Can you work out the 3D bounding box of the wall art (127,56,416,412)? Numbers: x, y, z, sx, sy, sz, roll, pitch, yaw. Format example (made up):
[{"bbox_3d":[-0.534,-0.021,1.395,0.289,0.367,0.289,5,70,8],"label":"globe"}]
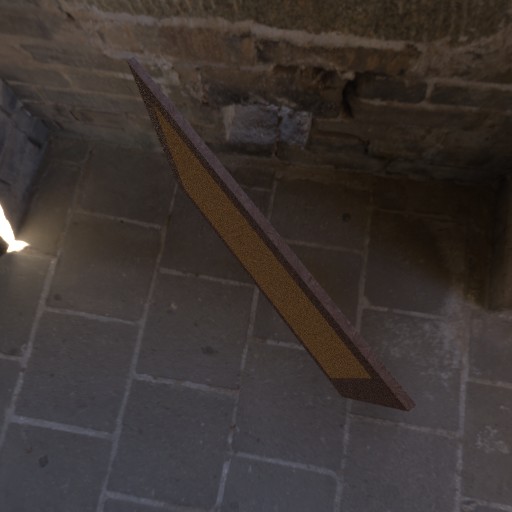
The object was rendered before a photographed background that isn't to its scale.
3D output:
[{"bbox_3d":[0.000,0.000,1.182,0.019,0.626,0.917,-36,78,-9],"label":"wall art"}]
